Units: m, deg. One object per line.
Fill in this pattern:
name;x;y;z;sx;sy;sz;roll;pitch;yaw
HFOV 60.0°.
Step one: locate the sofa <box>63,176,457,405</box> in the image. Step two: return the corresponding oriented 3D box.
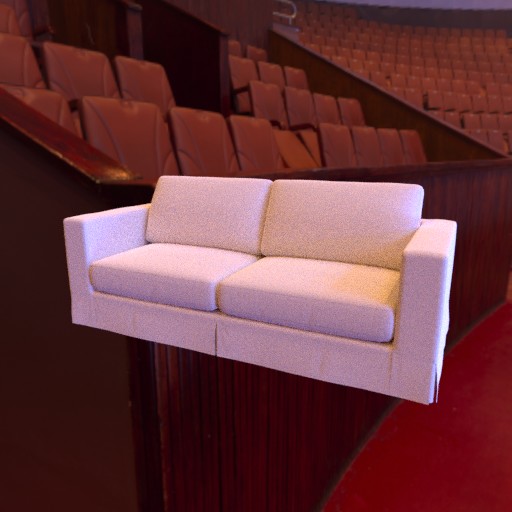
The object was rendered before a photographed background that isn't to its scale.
sofa;0.000;0.000;2.656;2.163;0.881;0.954;7;15;25
